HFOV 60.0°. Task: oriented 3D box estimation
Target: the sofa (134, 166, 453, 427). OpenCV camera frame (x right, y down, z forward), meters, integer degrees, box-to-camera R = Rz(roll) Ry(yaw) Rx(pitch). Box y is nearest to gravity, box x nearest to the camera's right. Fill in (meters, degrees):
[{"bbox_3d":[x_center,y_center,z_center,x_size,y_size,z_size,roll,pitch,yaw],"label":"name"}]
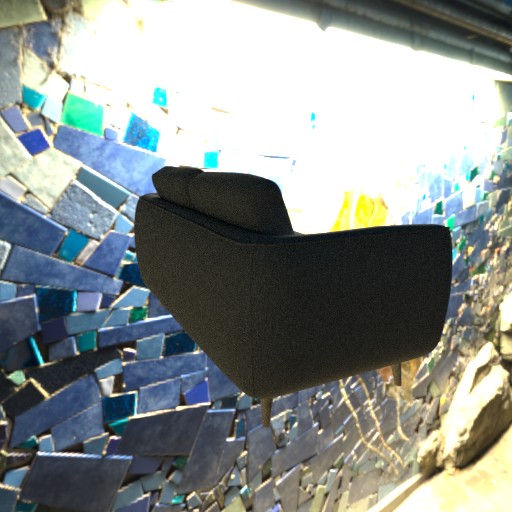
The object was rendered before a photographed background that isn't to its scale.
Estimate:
[{"bbox_3d":[0.000,0.000,2.218,0.920,0.870,1.700,-7,15,-26],"label":"sofa"}]
